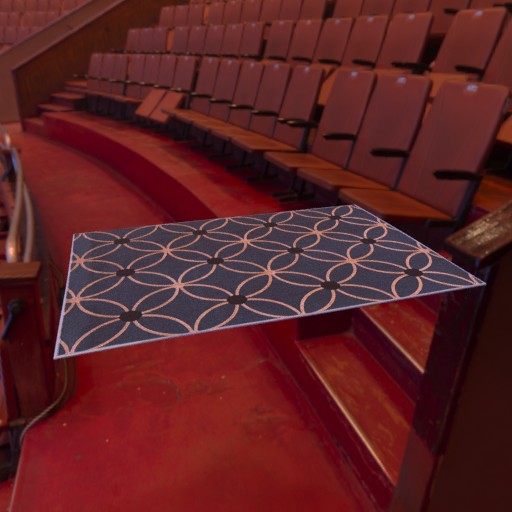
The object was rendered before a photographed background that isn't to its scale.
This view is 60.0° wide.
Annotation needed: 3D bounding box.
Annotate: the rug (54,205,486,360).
[{"bbox_3d":[0.000,0.000,2.856,2.284,0.008,1.522,-7,26,-16],"label":"rug"}]
